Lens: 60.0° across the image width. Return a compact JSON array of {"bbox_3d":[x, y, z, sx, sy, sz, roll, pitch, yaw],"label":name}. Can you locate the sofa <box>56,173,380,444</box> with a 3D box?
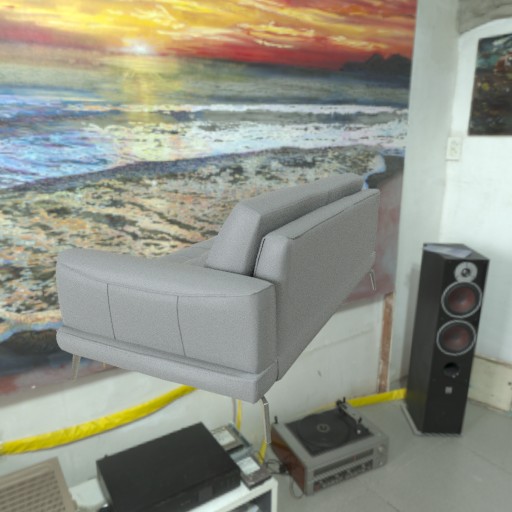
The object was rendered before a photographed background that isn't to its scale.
[{"bbox_3d":[0.000,0.000,2.722,1.121,0.930,2.177,7,17,25],"label":"sofa"}]
